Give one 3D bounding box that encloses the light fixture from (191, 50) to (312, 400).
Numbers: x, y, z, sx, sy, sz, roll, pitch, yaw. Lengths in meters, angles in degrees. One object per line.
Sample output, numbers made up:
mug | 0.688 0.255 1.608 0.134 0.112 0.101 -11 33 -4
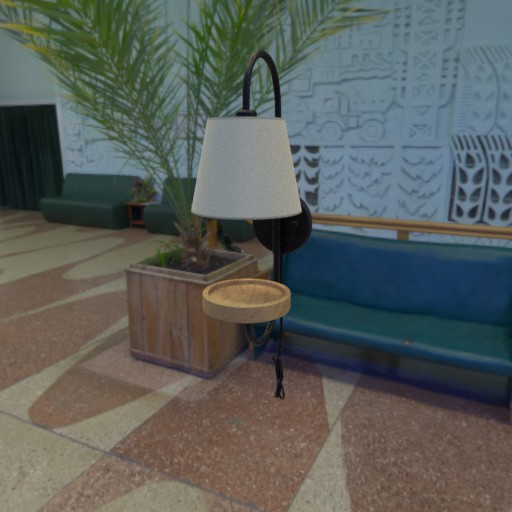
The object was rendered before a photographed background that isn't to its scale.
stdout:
light fixture | 0.000 0.000 0.948 0.220 0.821 0.299 8 16 27
